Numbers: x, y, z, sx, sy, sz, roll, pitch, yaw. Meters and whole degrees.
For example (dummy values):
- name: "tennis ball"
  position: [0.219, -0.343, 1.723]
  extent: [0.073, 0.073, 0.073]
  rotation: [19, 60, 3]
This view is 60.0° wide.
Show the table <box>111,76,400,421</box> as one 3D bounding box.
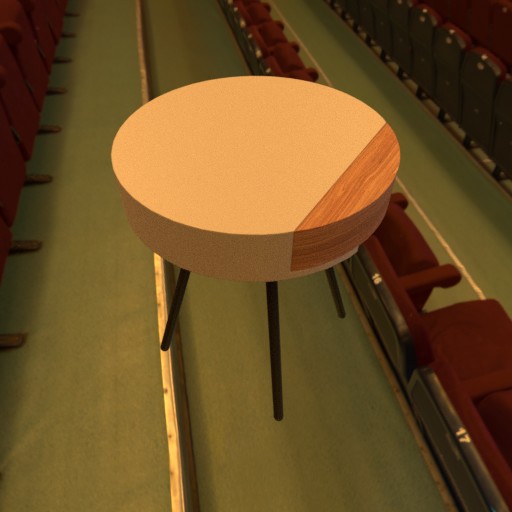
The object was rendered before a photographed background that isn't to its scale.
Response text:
- name: "table"
  position: [0.000, 0.000, 0.870]
  extent: [0.450, 0.525, 0.450]
  rotation: [0, 46, 0]
